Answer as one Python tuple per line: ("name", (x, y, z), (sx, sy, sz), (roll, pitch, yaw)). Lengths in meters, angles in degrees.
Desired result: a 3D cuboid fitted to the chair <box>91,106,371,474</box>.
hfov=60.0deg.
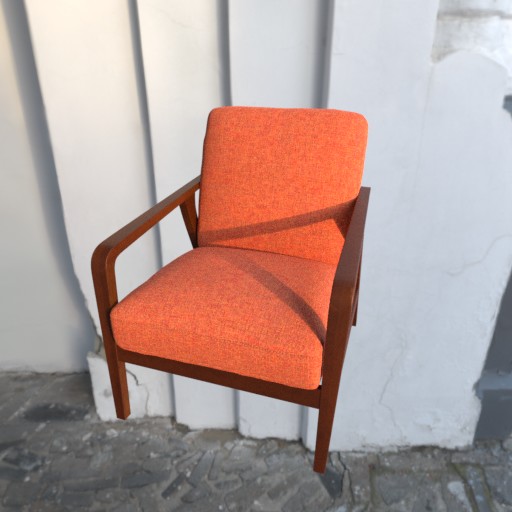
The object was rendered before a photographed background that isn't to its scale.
("chair", (0.000, 0.000, 1.502), (0.719, 0.890, 0.860), (8, 26, 16))
